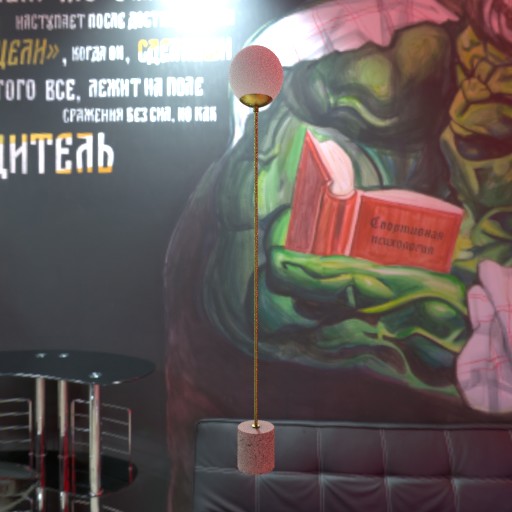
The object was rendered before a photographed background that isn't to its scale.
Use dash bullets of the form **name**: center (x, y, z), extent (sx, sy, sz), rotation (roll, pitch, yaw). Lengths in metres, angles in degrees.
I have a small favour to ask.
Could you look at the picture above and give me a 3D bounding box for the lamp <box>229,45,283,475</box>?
- **lamp**: center (0.000, 0.000, 1.850), extent (0.229, 1.748, 0.229), rotation (0, -1, 36)
